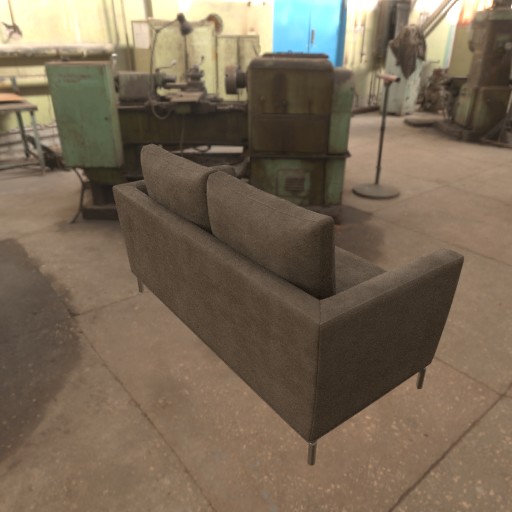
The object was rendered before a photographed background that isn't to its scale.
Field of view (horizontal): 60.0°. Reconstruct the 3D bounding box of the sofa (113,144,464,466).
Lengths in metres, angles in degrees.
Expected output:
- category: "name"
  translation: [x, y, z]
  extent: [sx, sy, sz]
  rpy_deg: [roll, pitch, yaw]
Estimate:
- category: "sofa"
  translation: [0.000, 0.000, 2.385]
  extent: [0.855, 1.013, 1.832]
  rpy_deg: [-18, 32, -32]
